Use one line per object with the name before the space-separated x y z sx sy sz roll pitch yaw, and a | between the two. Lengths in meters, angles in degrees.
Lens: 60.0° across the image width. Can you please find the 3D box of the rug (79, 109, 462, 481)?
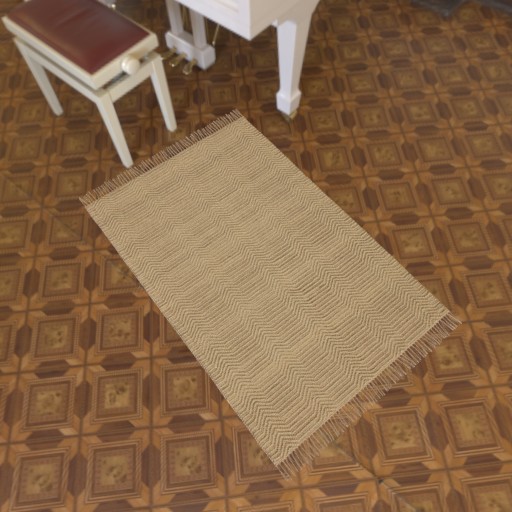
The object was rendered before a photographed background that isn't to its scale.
rug | 0.000 0.000 2.552 1.224 0.027 2.021 -35 67 -17
